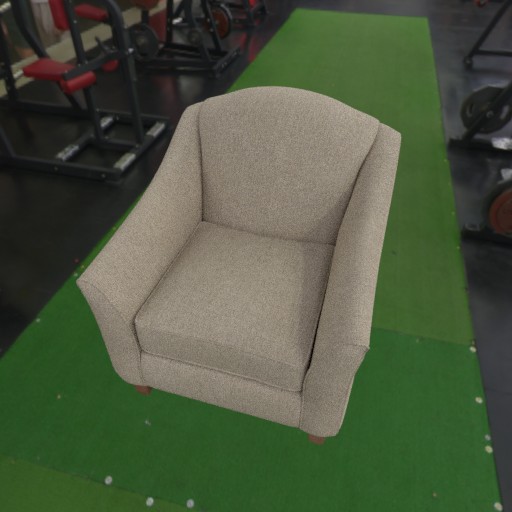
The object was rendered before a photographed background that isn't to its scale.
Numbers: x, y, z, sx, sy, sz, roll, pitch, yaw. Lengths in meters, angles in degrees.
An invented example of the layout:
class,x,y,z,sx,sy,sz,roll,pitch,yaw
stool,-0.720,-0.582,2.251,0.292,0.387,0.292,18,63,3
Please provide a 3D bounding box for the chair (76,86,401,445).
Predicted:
class,x,y,z,sx,sy,sz,roll,pitch,yaw
chair,0.000,0.000,1.426,0.763,0.839,0.787,11,42,13
